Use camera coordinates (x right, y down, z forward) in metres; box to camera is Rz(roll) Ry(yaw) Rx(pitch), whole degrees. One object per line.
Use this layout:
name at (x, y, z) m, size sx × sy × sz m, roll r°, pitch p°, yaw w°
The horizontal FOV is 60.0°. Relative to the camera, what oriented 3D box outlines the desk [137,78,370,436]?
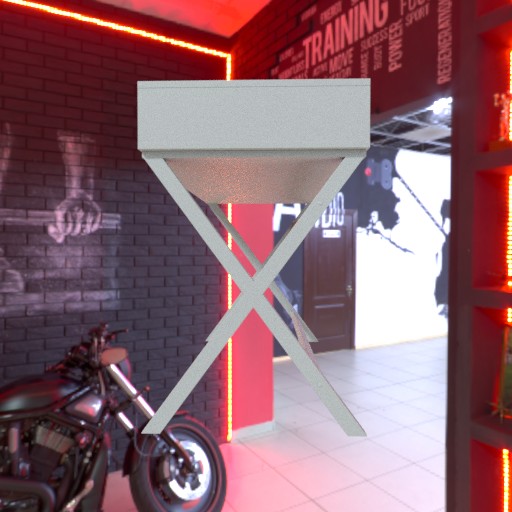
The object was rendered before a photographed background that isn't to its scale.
desk at (0.000, 0.000, 1.493) m, size 0.525 × 0.780 × 1.057 m, roll 0°, pitch 1°, yaw 2°
